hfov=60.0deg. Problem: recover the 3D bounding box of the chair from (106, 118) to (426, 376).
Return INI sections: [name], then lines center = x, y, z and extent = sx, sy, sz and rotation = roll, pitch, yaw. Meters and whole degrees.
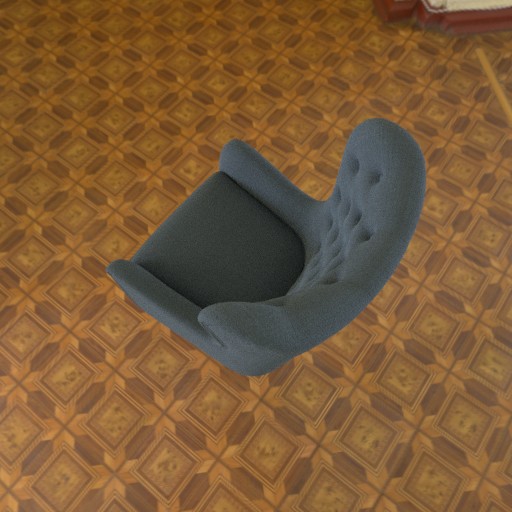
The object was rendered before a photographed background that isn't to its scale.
[chair]
center = 0.000, 0.000, 1.740
extent = 0.930, 1.079, 0.831
rotation = 34, 69, 15
